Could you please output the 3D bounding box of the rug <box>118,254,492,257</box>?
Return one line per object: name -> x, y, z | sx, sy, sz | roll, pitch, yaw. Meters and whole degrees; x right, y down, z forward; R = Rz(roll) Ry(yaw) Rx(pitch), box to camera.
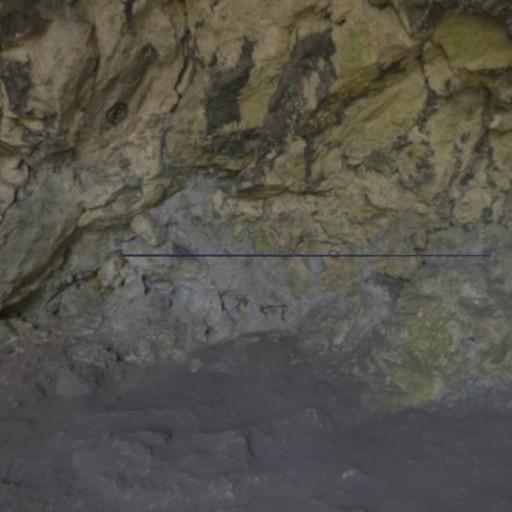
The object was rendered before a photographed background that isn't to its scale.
rug -> 0.000, 0.000, 4.115 | 2.438, 0.010, 3.048 | 0, 0, -18
